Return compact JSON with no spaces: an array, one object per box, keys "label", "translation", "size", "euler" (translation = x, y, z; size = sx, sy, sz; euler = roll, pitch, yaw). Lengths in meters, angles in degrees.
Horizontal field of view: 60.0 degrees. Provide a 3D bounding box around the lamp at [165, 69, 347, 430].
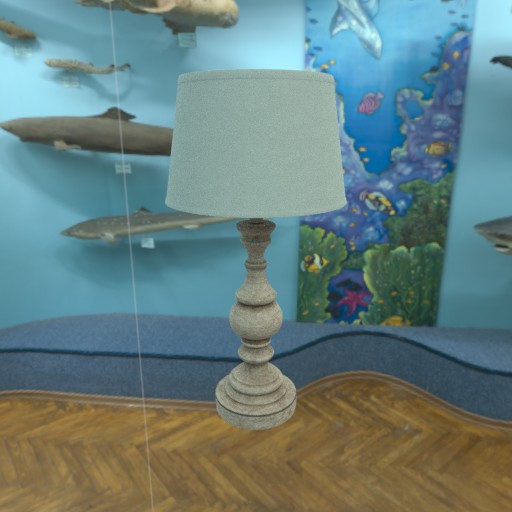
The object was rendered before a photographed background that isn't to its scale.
[{"label":"lamp","translation":[0.000,0.000,0.877],"size":[0.340,0.678,0.340],"euler":[0,17,0]}]
